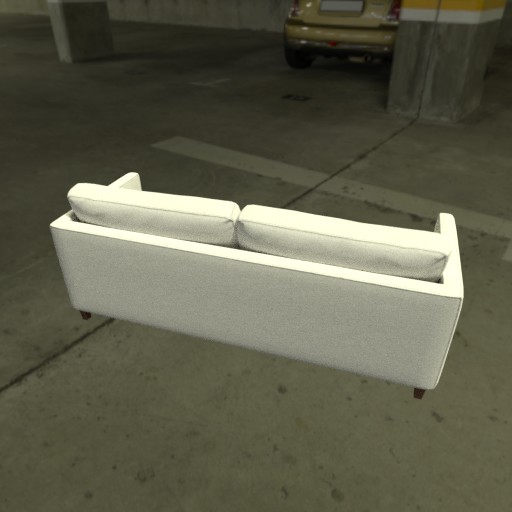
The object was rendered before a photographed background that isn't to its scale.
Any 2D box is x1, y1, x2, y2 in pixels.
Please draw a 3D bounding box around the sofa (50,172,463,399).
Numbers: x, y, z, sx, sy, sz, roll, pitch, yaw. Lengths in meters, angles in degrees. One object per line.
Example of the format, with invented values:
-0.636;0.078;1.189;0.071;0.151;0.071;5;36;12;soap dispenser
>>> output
0.000;0.000;2.882;2.361;0.962;0.951;10;33;15;sofa
